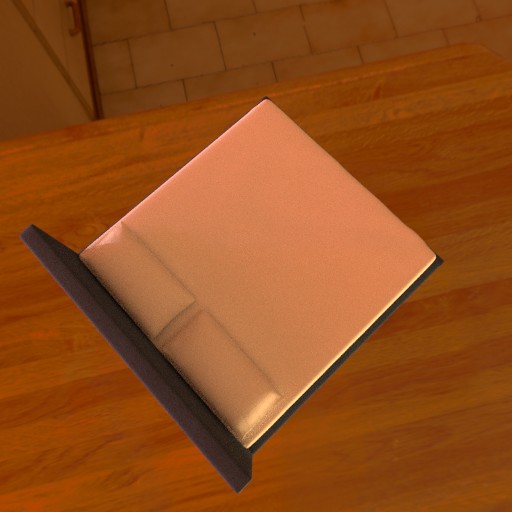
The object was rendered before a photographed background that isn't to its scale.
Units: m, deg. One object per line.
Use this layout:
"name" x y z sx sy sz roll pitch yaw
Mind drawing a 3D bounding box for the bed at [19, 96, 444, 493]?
"bed" 0.000 0.000 3.399 2.232 1.231 2.096 -42 80 -10
